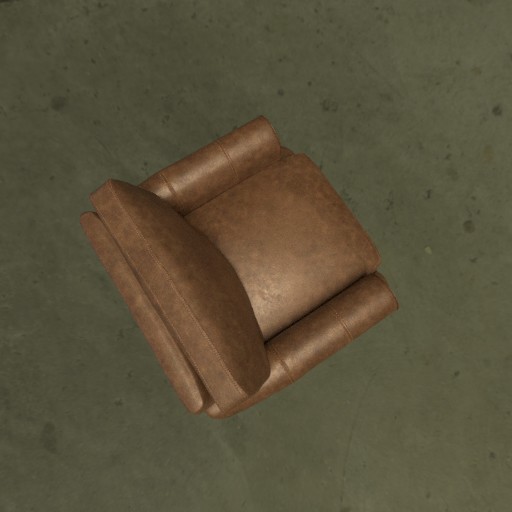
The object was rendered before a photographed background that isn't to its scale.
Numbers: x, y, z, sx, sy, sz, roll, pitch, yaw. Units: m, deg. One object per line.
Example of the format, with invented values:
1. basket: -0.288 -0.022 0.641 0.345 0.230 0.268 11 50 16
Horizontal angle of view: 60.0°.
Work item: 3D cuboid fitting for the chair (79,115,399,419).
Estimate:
1. chair: 0.000 0.000 1.838 1.002 0.976 0.996 -32 78 -8
